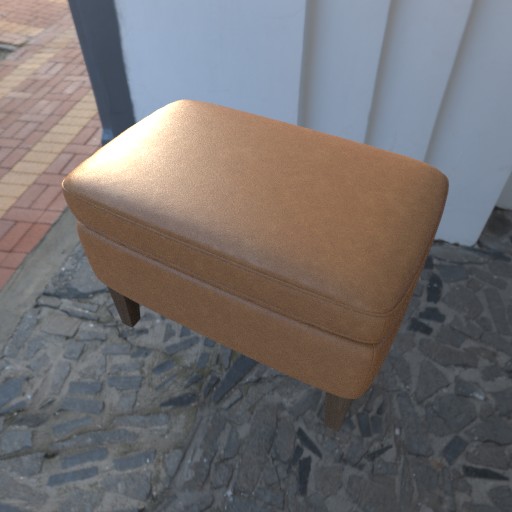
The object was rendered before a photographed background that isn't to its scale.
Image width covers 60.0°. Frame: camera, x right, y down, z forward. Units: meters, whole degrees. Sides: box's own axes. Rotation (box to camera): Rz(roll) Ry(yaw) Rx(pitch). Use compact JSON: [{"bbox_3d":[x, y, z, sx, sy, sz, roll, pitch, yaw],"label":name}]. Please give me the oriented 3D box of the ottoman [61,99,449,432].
[{"bbox_3d":[0.000,0.000,0.986,0.670,0.480,0.420,21,49,20],"label":"ottoman"}]
